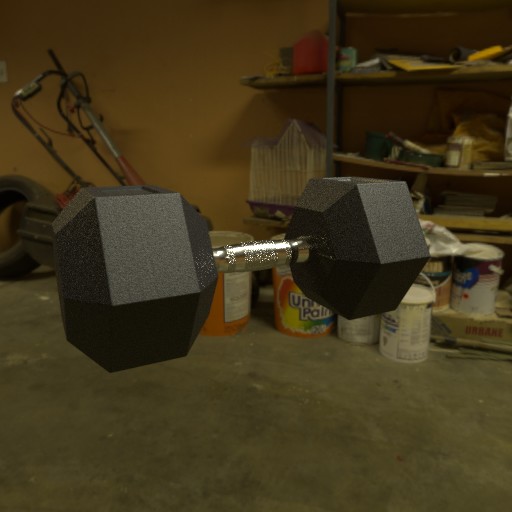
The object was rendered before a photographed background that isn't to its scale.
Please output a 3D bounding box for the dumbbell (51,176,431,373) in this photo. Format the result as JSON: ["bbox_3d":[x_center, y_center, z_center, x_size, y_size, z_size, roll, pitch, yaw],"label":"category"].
[{"bbox_3d":[0.000,0.000,0.468,0.384,0.150,0.173,-7,16,-26],"label":"dumbbell"}]
